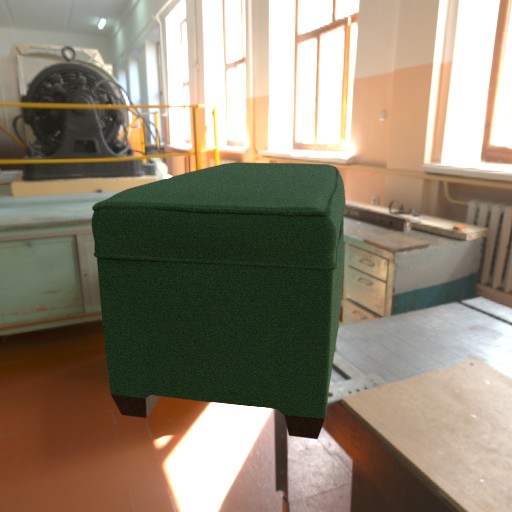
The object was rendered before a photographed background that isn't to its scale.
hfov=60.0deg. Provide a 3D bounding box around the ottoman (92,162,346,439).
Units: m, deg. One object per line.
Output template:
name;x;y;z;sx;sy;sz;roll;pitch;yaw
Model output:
ottoman;0.000;0.000;1.249;0.483;0.471;0.957;3;16;10
